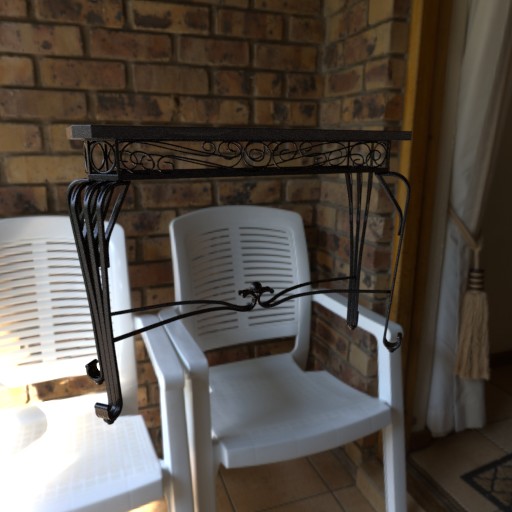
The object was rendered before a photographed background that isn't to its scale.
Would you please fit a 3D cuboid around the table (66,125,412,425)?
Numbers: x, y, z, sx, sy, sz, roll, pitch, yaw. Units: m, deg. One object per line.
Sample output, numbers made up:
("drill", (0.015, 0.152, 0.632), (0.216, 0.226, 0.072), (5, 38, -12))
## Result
("table", (0.000, 0.000, 1.465), (1.112, 0.800, 0.329), (-7, 15, -25))
